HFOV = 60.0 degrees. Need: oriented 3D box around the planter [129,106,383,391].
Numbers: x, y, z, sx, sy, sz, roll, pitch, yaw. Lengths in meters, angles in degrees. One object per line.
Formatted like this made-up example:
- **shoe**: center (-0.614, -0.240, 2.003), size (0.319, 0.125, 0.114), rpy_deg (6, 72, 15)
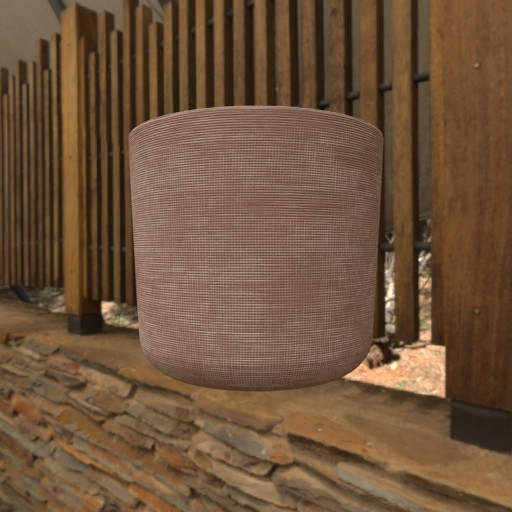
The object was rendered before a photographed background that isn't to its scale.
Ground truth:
- **planter**: center (0.000, 0.000, 0.799), size (0.440, 0.398, 0.440), rpy_deg (0, 1, 0)
